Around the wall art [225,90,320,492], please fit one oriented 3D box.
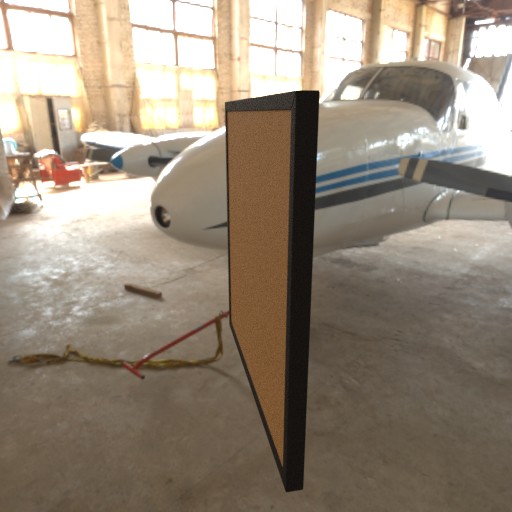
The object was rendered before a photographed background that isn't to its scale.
[{"bbox_3d":[0.000,0.000,1.137,0.037,0.763,0.763,-4,18,-11],"label":"wall art"}]
